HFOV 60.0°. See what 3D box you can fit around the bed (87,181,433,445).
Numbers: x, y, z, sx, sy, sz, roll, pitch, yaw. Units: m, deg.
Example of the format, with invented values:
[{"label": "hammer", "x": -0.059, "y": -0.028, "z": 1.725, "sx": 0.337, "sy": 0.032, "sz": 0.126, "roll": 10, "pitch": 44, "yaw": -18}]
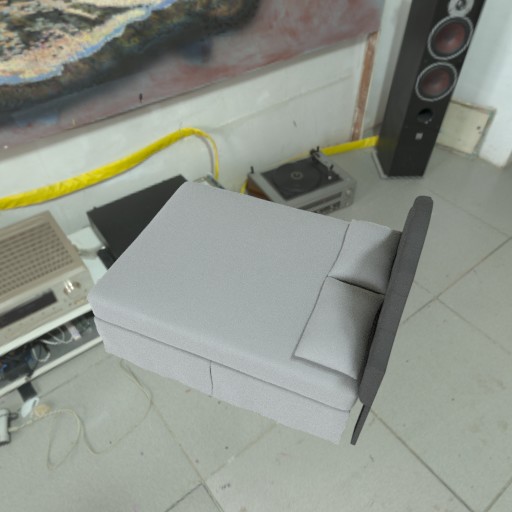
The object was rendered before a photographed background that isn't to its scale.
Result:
[{"label": "bed", "x": 0.000, "y": 0.000, "z": 3.356, "sx": 2.155, "sy": 1.575, "sz": 1.636, "roll": 17, "pitch": 48, "yaw": 15}]
